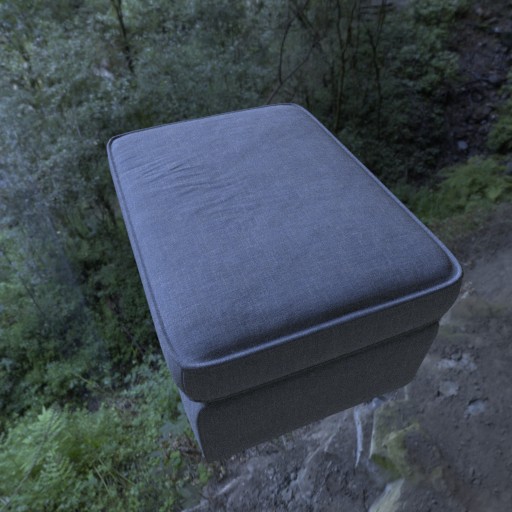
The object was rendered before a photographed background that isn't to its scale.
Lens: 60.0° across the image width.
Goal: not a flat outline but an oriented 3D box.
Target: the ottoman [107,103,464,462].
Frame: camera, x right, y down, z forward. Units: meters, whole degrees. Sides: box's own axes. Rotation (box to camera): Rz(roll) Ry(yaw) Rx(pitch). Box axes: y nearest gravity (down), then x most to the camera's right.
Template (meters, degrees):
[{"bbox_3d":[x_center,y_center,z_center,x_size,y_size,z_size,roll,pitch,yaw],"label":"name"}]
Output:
[{"bbox_3d":[0.000,0.000,1.090,0.559,0.457,0.762,-16,47,-15],"label":"ottoman"}]
